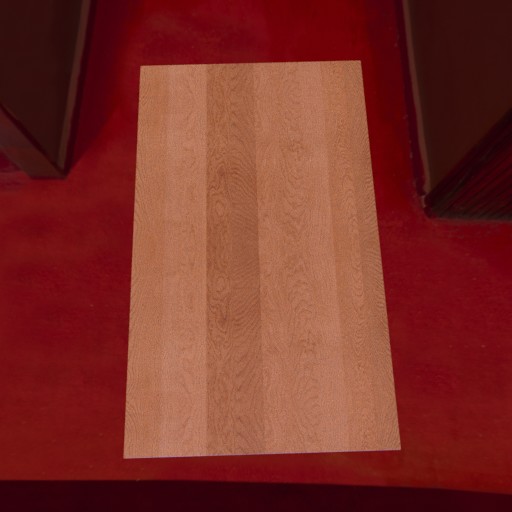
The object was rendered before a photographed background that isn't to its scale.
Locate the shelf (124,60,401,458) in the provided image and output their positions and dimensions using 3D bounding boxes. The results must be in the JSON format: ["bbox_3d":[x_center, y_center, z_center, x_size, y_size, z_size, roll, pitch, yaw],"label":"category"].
[{"bbox_3d":[0.000,0.000,1.480,0.700,0.450,1.150,-2,75,0],"label":"shelf"}]
